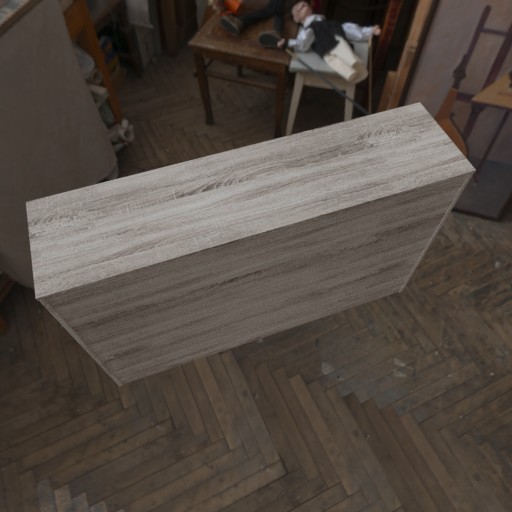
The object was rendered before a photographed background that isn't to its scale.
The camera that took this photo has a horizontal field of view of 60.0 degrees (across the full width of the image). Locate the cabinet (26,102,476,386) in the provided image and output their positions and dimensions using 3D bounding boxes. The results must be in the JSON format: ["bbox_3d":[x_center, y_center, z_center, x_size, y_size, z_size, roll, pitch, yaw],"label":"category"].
[{"bbox_3d":[0.000,0.000,1.852,1.450,0.900,0.380,-17,60,-10],"label":"cabinet"}]
